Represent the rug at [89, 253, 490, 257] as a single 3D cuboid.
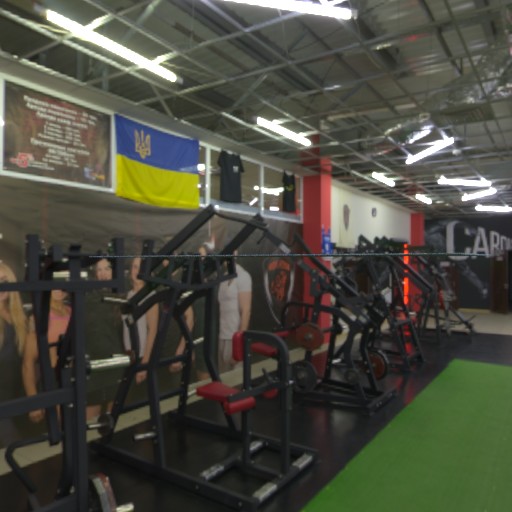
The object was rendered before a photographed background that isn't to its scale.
[{"bbox_3d":[0.000,0.000,2.691,2.443,0.008,0.688,0,-1,36],"label":"rug"}]
